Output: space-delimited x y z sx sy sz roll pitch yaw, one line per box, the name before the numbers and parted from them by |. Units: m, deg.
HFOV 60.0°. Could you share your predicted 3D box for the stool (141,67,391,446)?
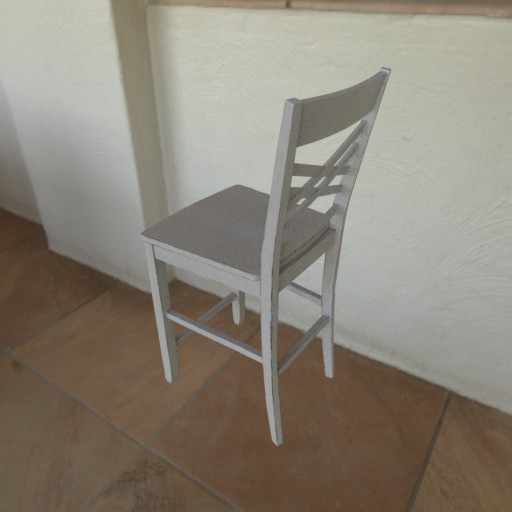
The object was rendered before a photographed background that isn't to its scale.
stool | 0.000 0.000 1.373 0.539 1.079 0.462 21 38 30
